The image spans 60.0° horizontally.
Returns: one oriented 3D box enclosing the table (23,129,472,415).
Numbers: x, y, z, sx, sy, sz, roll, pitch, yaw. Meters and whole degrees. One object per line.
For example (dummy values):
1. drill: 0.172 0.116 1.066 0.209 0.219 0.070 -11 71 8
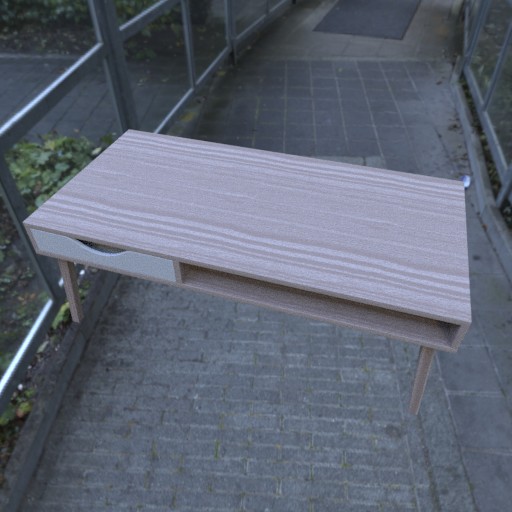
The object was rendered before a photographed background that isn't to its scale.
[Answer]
1. table: 0.000 0.000 1.484 1.200 0.450 0.600 12 44 13
